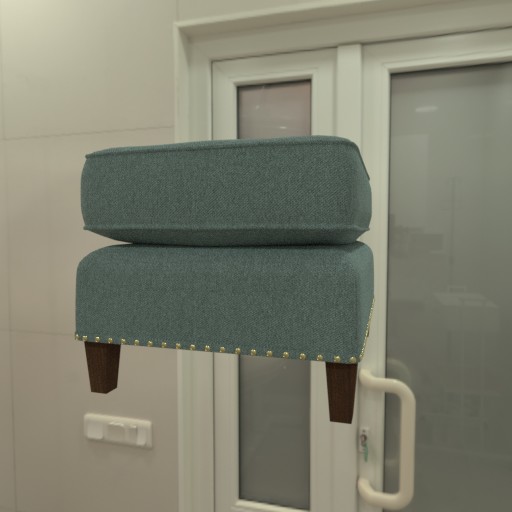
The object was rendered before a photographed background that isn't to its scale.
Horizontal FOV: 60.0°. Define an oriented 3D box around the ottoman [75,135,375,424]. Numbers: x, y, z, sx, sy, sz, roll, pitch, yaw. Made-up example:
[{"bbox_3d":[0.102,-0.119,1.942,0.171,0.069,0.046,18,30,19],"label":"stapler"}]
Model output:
[{"bbox_3d":[0.000,0.000,1.162,0.589,0.537,0.738,1,4,17],"label":"ottoman"}]
